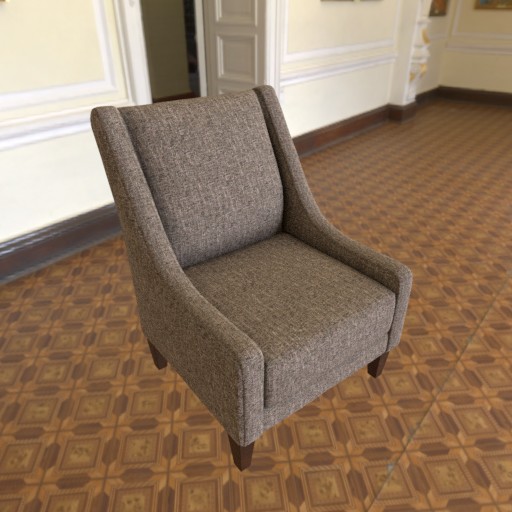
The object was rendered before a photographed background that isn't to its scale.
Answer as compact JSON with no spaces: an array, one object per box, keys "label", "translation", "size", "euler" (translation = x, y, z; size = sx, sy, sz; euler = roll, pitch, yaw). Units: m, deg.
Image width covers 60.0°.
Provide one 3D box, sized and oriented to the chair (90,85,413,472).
[{"label":"chair","translation":[0.000,0.000,1.613],"size":[0.774,1.014,0.870],"euler":[-21,36,-32]}]
